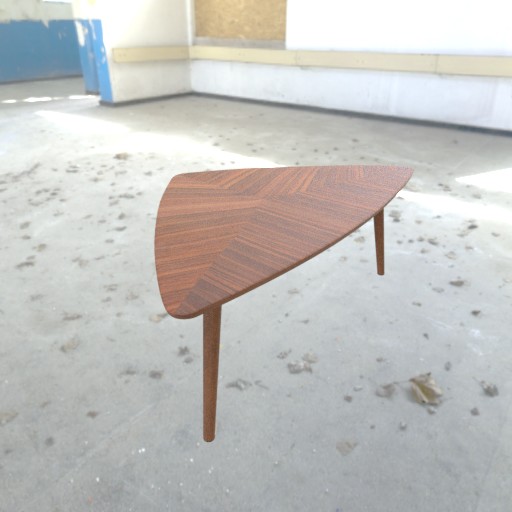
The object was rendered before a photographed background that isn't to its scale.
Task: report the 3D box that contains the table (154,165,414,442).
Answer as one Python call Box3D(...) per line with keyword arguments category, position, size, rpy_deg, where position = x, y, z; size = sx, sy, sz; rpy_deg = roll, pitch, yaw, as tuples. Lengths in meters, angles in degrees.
Box3D(category="table", position=(0.000, 0.000, 1.263), size=(0.601, 0.365, 1.008), rpy_deg=(20, 34, 33))
